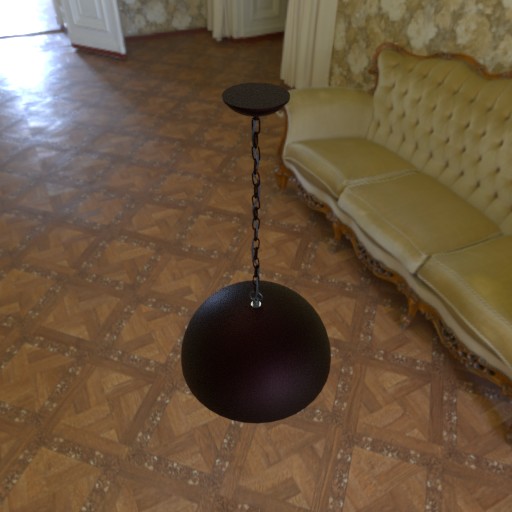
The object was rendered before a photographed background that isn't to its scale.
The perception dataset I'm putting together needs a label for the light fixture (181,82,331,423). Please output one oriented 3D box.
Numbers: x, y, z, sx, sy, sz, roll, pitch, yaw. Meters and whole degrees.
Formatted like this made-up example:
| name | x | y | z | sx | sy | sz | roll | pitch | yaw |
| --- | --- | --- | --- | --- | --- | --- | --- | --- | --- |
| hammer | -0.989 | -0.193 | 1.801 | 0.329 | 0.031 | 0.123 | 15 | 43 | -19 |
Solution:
| name | x | y | z | sx | sy | sz | roll | pitch | yaw |
| --- | --- | --- | --- | --- | --- | --- | --- | --- | --- |
| light fixture | 0.000 | 0.000 | 1.186 | 0.492 | 0.869 | 0.492 | 11 | 42 | 13 |
